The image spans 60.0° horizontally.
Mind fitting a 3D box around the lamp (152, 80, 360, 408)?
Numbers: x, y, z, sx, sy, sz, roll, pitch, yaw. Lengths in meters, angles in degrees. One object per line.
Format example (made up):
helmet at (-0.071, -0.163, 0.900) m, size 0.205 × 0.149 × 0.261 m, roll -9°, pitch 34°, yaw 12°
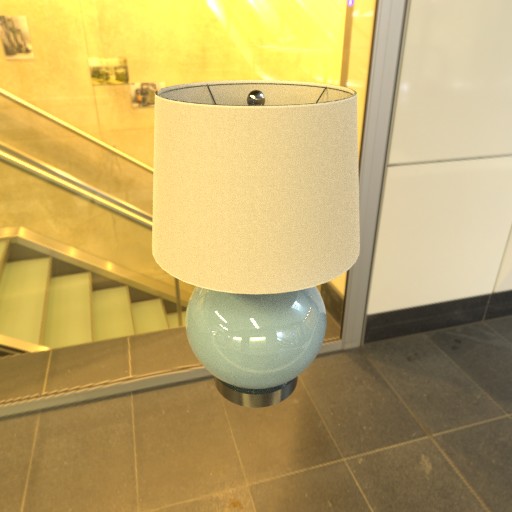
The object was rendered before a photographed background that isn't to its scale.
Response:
lamp at (0.000, 0.000, 0.547) m, size 0.247 × 0.387 × 0.247 m, roll 0°, pitch 27°, yaw 0°
